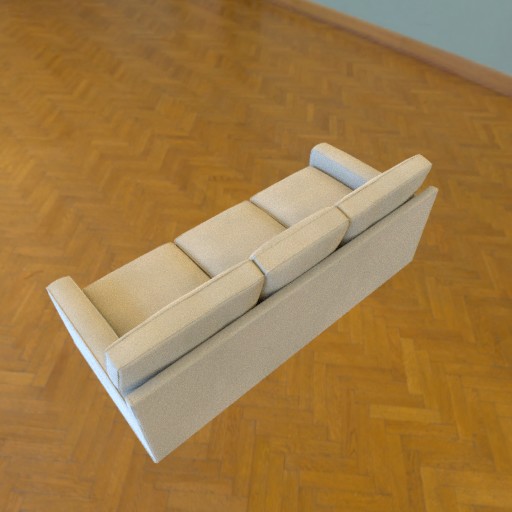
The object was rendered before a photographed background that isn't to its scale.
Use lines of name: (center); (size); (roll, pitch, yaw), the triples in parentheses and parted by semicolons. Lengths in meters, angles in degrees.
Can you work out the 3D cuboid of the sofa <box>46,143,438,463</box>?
sofa: (0.000, 0.000, 2.591); (2.088, 0.862, 0.935); (-32, 54, -27)
